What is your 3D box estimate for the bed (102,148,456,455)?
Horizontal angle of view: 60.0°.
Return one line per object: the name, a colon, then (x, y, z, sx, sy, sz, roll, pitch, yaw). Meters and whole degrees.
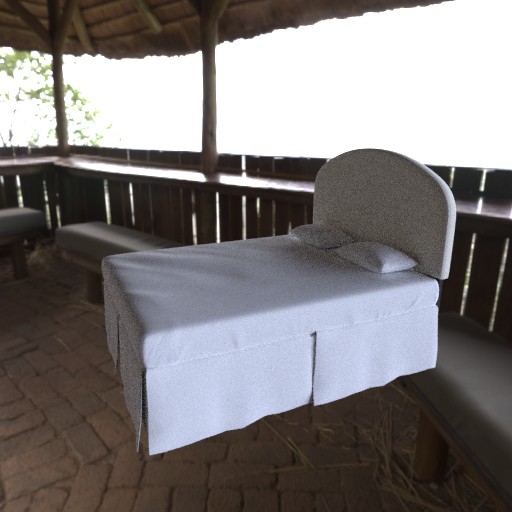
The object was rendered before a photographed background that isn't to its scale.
bed: (0.000, 0.000, 3.056, 2.005, 1.410, 1.607, -7, 18, -24)
